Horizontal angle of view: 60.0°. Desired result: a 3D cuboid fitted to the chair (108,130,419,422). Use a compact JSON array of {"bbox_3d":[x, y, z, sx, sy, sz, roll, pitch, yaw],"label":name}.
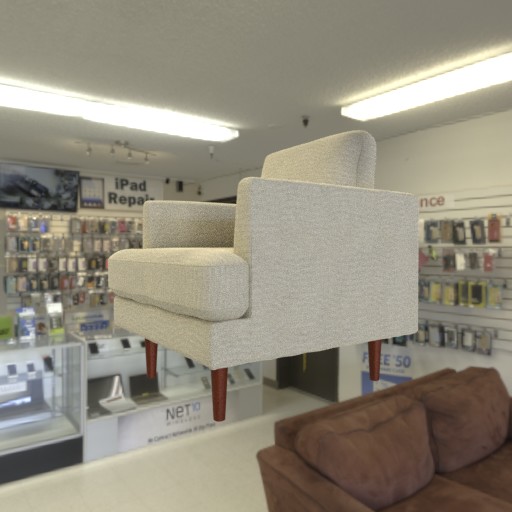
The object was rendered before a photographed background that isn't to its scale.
[{"bbox_3d":[0.000,0.000,1.697,0.899,0.957,0.858,-1,1,-35],"label":"chair"}]
